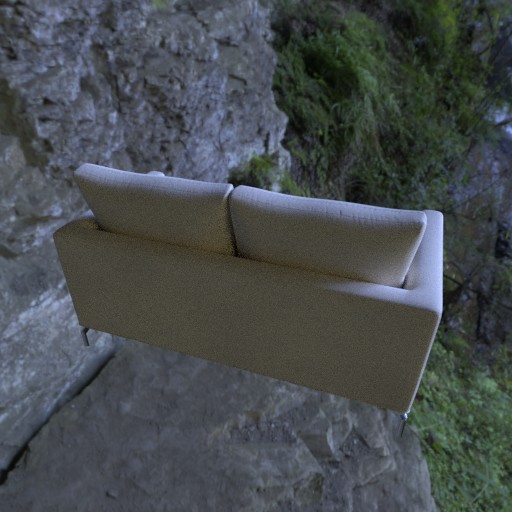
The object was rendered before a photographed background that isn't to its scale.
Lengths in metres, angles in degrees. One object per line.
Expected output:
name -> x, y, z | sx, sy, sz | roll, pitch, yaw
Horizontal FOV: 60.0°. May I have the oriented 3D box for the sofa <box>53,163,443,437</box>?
sofa -> 0.000, 0.000, 2.289 | 1.739, 0.995, 0.906 | 11, 33, 17
